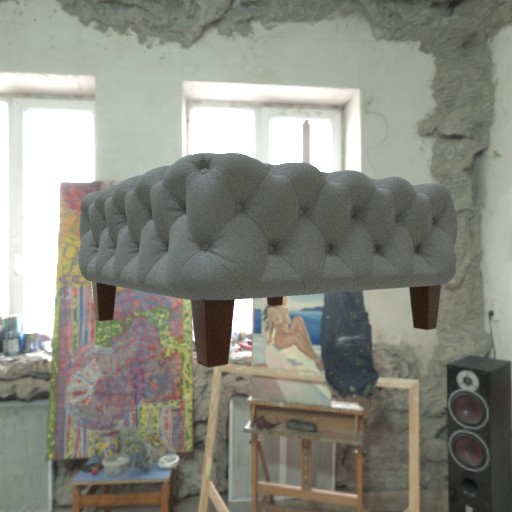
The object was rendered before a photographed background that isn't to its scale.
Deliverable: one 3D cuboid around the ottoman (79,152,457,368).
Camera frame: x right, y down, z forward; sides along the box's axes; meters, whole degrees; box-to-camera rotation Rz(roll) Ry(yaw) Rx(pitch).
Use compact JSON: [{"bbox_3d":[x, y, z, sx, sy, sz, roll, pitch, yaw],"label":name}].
[{"bbox_3d":[0.000,0.000,1.429,0.917,0.439,0.911,0,1,-36],"label":"ottoman"}]
